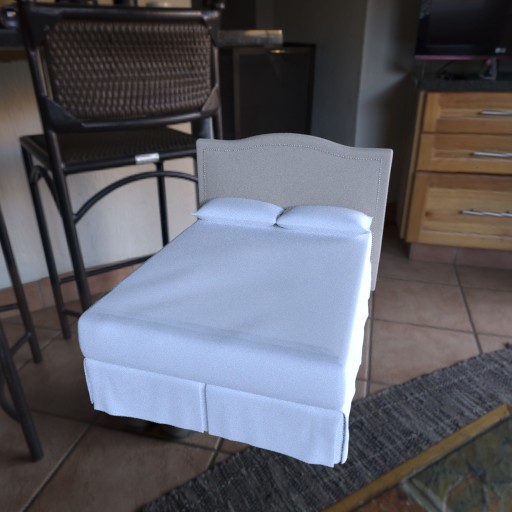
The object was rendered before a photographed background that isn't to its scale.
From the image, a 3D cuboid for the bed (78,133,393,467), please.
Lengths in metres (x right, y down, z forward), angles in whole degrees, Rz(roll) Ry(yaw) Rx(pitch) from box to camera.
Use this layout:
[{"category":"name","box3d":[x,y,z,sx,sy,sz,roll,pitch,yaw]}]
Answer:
[{"category":"bed","box3d":[0.000,0.000,3.129,1.678,1.398,2.052,7,25,15]}]
